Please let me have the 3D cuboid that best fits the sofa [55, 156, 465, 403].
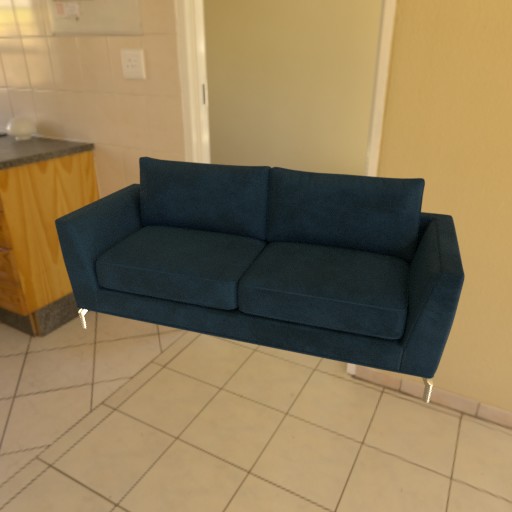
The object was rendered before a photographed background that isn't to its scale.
[{"bbox_3d":[0.000,0.000,2.713,2.212,0.998,0.853,8,26,17],"label":"sofa"}]
